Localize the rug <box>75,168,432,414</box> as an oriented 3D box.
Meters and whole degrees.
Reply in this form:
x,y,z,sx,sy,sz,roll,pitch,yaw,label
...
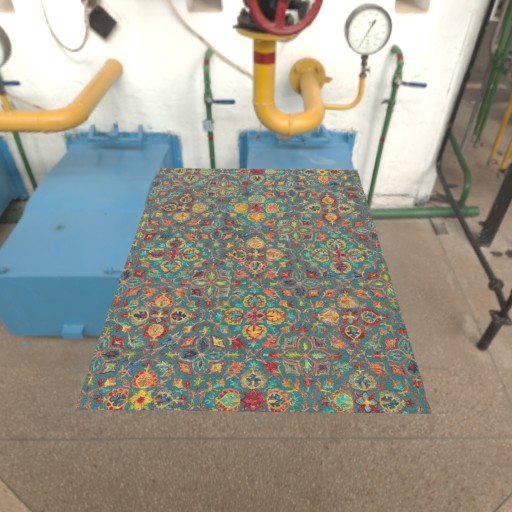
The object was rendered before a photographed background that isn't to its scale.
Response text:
x,y,z,sx,sy,sz,roll,pitch,yaw,label
0.000,0.000,4.215,2.434,0.025,3.204,1,41,1,rug
